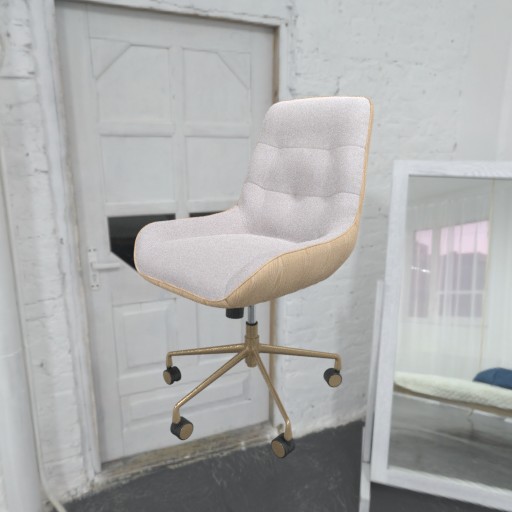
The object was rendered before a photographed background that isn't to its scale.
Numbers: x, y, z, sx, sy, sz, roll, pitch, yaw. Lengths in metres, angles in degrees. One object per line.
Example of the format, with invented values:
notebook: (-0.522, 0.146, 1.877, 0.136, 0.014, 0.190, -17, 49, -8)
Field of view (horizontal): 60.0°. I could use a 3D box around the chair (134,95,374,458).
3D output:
chair: (0.000, 0.000, 1.355, 0.564, 0.952, 0.668, 15, 21, 42)
